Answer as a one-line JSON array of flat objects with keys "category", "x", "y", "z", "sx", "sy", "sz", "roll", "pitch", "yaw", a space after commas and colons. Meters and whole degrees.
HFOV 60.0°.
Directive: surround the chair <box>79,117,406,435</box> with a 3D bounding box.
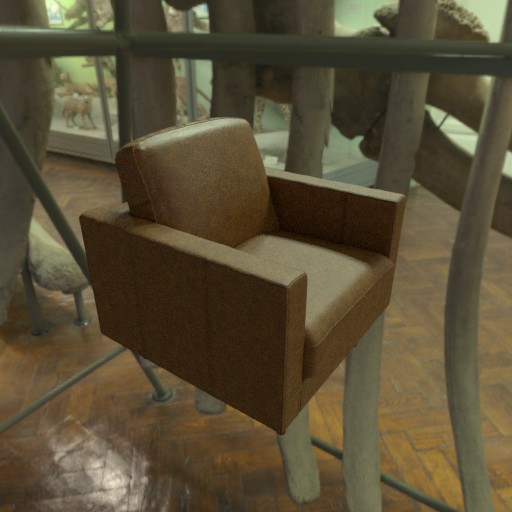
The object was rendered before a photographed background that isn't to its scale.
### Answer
[{"category": "chair", "x": 0.000, "y": 0.000, "z": 1.737, "sx": 0.909, "sy": 0.956, "sz": 0.890, "roll": 18, "pitch": 32, "yaw": 31}]
